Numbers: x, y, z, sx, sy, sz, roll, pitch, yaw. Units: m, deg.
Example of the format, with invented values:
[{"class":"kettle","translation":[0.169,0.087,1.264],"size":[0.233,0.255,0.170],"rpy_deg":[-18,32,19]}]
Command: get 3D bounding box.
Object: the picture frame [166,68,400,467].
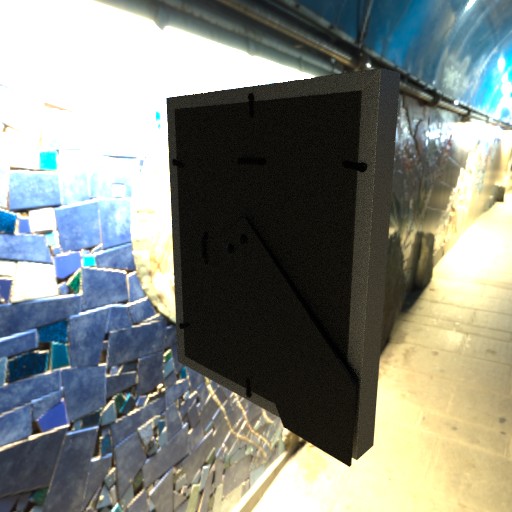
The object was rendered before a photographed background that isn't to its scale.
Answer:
[{"class":"picture frame","translation":[0.000,0.000,0.392],"size":[0.233,0.282,0.036],"rpy_deg":[13,19,43]}]
